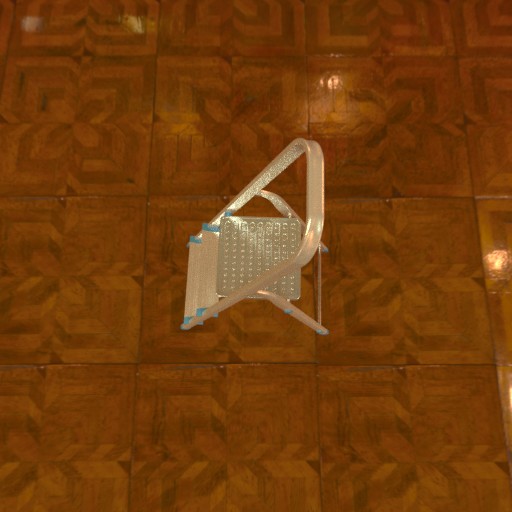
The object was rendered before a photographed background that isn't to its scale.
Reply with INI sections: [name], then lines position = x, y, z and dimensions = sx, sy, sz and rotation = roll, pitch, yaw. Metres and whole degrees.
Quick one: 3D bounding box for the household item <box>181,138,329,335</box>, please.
[household item]
position = 0.000, 0.000, 1.522
dimensions = 0.687, 1.215, 0.420
rotation = 2, 76, 1
